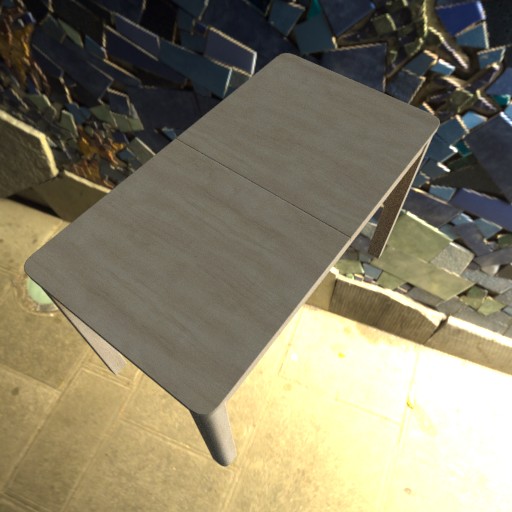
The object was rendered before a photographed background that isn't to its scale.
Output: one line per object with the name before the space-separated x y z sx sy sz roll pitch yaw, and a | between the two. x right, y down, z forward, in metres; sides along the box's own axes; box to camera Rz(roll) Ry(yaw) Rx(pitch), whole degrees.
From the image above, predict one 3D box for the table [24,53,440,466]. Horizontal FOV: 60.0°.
table | 0.000 0.000 1.896 0.750 0.900 1.400 32 63 19
